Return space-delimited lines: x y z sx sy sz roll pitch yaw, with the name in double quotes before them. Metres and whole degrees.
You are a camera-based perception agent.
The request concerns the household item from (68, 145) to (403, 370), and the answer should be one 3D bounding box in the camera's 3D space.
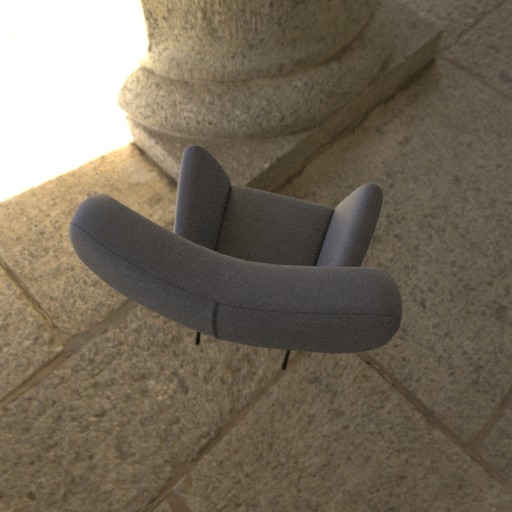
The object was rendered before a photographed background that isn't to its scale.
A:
"household item" 0.000 0.000 1.774 0.980 1.050 0.900 15 63 7
